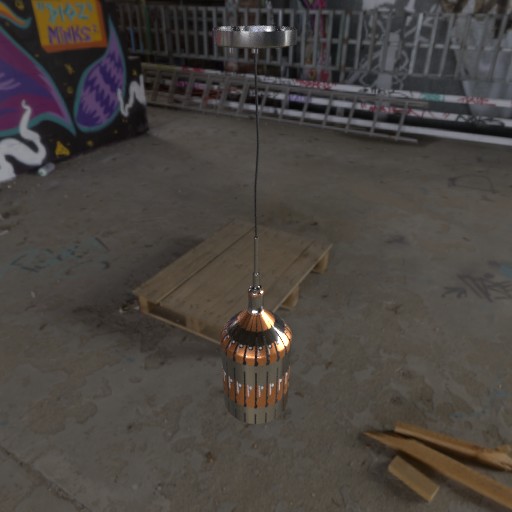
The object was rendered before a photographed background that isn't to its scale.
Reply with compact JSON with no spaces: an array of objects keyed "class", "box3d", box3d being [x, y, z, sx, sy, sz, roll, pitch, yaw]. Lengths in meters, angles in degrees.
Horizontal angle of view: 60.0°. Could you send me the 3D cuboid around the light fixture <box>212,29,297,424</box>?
[{"class":"light fixture","box3d":[0.000,0.000,1.678,0.303,1.535,0.303,0,31,0]}]
